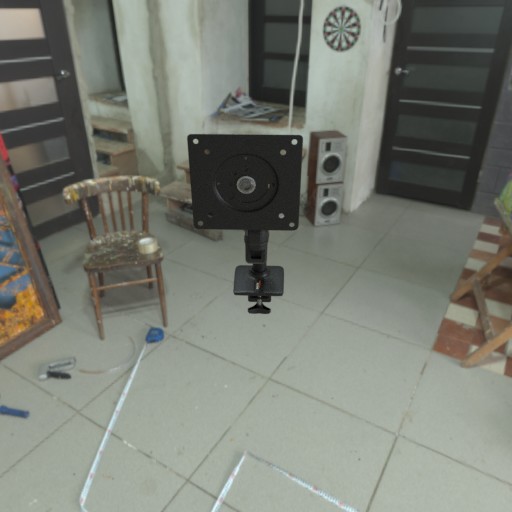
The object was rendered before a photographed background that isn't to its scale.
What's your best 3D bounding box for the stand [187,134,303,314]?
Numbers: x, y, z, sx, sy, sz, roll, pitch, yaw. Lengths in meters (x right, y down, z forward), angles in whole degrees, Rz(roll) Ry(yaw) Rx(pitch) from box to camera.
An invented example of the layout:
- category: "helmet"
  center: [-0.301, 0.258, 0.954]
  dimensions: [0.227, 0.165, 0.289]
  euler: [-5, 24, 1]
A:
- category: "stand"
  center: [0.000, 0.000, 1.017]
  dimensions: [0.152, 0.713, 0.650]
  euler: [1, 29, 2]
